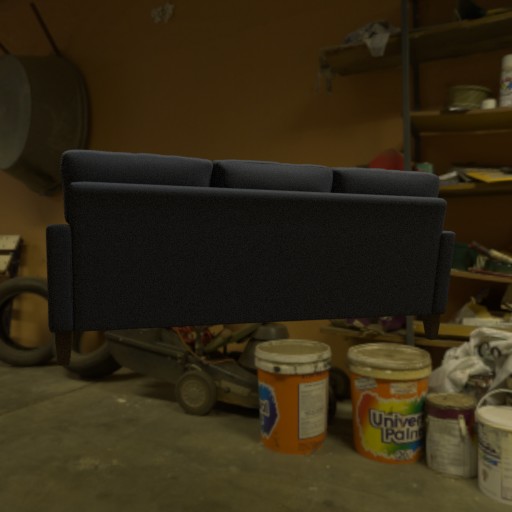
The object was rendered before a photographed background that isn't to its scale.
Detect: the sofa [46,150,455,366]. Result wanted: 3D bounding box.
[{"bbox_3d":[0.000,0.000,2.567,2.115,0.984,0.888,0,0,-17],"label":"sofa"}]
